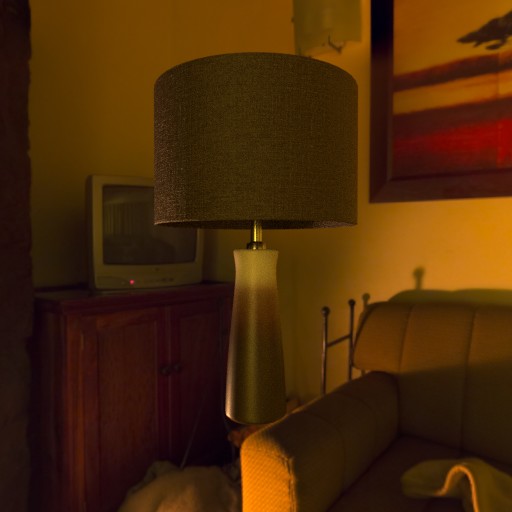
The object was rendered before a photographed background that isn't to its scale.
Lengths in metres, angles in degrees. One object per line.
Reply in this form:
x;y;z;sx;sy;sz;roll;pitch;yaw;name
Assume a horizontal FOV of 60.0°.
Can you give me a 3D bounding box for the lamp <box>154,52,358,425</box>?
0.000;0.000;0.679;0.303;0.488;0.303;0;1;0;lamp
